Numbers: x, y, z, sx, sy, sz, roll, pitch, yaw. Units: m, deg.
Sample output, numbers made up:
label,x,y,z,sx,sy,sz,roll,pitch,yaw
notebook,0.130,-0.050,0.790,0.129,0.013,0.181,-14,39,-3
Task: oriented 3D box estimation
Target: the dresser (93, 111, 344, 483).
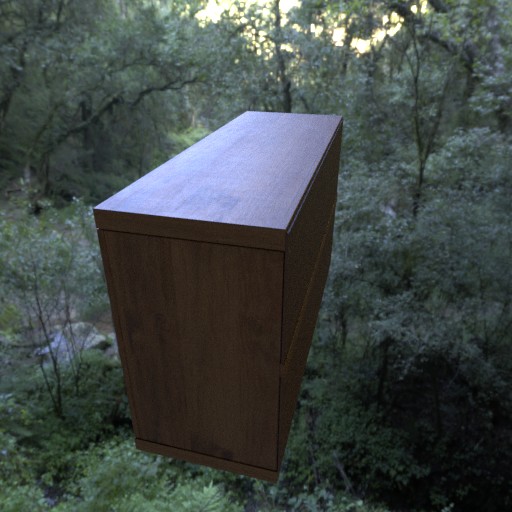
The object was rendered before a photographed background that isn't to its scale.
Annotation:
label,x,y,z,sx,sy,sz,roll,pitch,yaw
dresser,0.000,0.000,1.673,0.479,0.825,1.261,7,29,13
